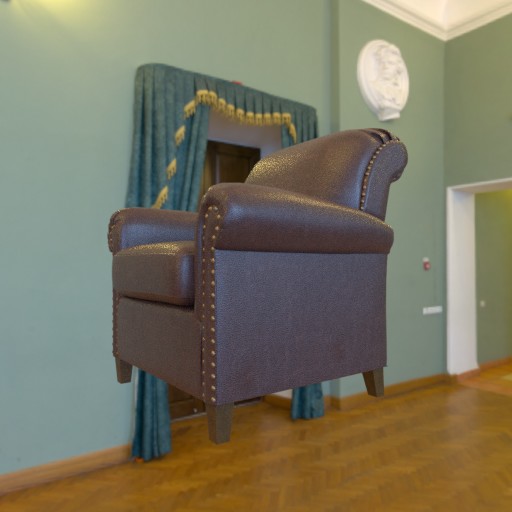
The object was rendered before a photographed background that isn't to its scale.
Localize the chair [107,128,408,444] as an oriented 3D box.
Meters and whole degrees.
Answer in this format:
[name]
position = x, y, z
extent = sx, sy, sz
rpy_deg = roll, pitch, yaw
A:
[chair]
position = 0.000, 0.000, 1.588
extent = 0.890, 0.927, 0.854
rpy_deg = 0, -1, -37
